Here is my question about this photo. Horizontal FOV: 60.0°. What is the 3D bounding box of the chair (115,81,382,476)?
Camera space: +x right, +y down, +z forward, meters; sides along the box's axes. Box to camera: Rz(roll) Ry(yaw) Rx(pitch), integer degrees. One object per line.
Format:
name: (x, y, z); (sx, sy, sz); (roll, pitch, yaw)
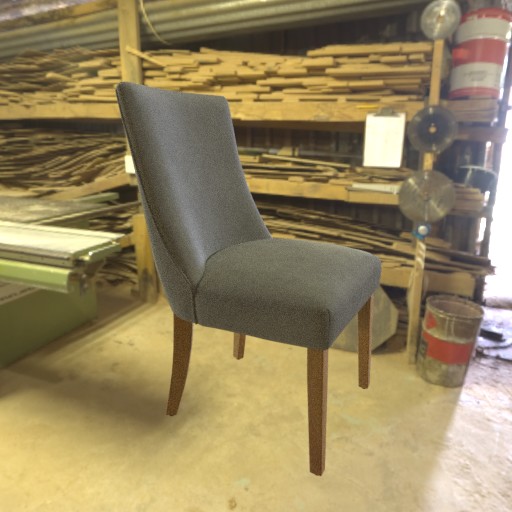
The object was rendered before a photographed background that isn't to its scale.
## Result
chair: (0.000, 0.000, 1.243); (0.610, 0.902, 0.495); (8, 17, 27)
